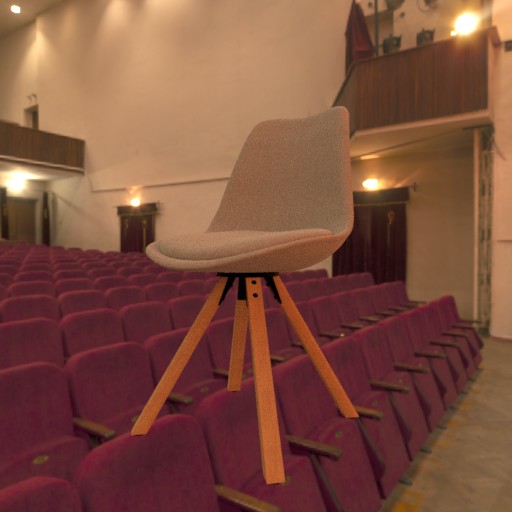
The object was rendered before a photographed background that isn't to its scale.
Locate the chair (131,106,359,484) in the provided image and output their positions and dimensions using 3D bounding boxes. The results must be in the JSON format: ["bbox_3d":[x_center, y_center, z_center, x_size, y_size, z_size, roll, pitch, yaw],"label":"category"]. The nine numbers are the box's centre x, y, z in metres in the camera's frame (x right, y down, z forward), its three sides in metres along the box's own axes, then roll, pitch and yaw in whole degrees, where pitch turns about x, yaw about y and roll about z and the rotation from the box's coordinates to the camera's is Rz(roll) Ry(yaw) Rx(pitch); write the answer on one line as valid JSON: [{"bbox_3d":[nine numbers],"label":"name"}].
[{"bbox_3d":[0.000,0.000,1.156,0.474,0.863,0.549,1,1,34],"label":"chair"}]
